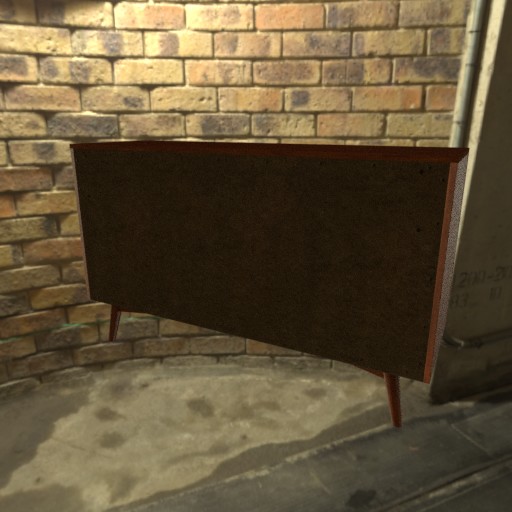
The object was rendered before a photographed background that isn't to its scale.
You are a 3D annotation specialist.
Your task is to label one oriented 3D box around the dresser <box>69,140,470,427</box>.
[{"bbox_3d":[0.000,0.000,1.834,1.472,0.889,0.500,9,19,27],"label":"dresser"}]
